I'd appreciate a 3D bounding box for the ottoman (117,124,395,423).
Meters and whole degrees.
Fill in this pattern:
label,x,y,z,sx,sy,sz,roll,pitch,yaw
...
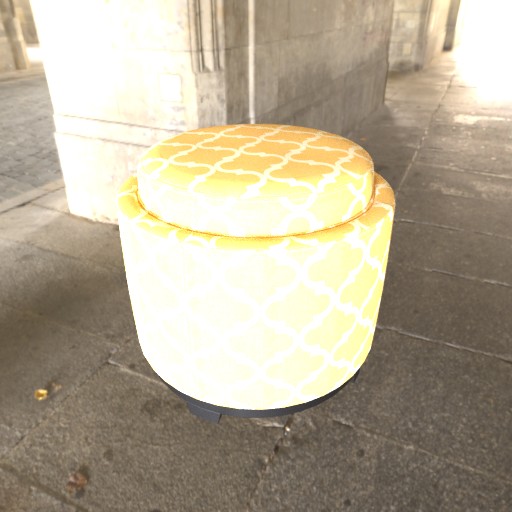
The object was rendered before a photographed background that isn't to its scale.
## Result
label,x,y,z,sx,sy,sz,roll,pitch,yaw
ottoman,0.000,0.000,0.848,0.480,0.429,0.480,0,30,0
